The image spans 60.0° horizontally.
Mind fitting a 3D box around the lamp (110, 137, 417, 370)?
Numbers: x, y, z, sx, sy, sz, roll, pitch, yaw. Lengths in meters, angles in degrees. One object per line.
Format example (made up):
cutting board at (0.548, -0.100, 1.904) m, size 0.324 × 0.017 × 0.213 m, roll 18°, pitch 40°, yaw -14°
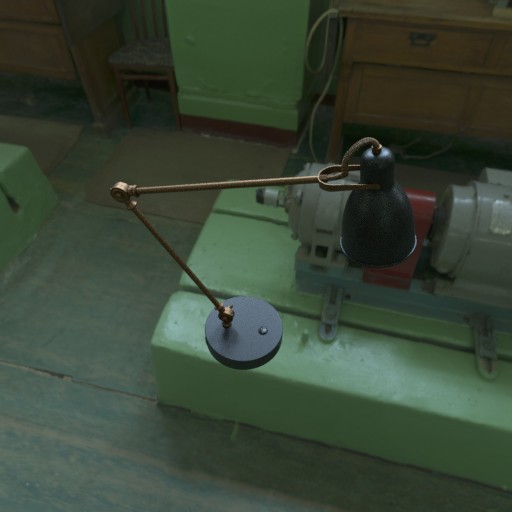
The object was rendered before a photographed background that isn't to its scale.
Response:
lamp at (0.000, 0.000, 0.870) m, size 0.561 × 0.587 × 0.187 m, roll 10°, pitch 47°, yaw 9°
